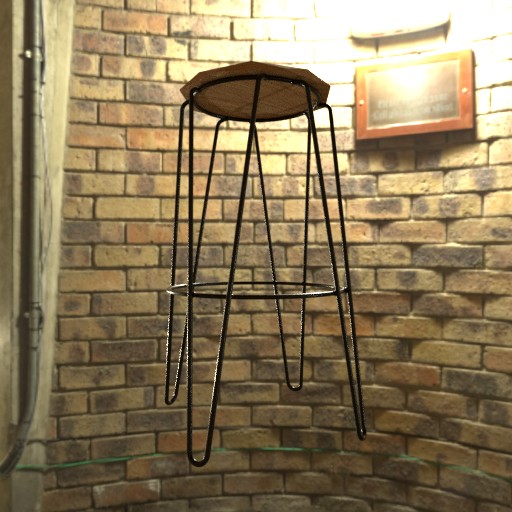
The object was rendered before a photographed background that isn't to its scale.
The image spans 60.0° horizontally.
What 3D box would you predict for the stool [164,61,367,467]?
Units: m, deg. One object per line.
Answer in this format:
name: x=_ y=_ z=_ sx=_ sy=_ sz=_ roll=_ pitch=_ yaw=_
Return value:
stool: x=0.000 y=0.000 z=0.821 sx=0.326 sy=0.610 sz=0.326 roll=0 pitch=0 yaw=-18
